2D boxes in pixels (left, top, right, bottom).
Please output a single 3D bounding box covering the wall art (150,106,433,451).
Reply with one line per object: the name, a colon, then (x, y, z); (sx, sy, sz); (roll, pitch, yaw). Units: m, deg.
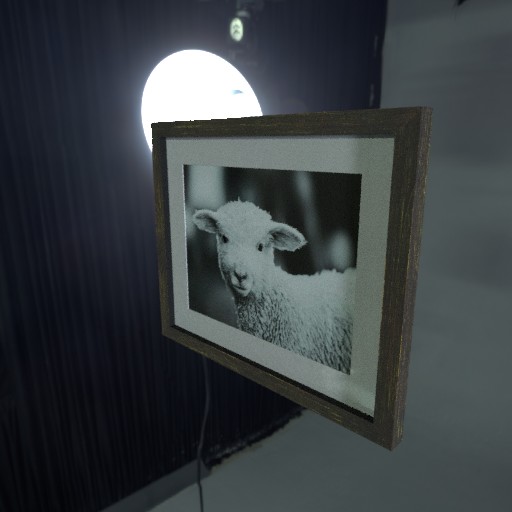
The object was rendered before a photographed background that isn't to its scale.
wall art: (0.000, 0.000, 0.761); (0.558, 0.457, 0.032); (14, 20, 43)
